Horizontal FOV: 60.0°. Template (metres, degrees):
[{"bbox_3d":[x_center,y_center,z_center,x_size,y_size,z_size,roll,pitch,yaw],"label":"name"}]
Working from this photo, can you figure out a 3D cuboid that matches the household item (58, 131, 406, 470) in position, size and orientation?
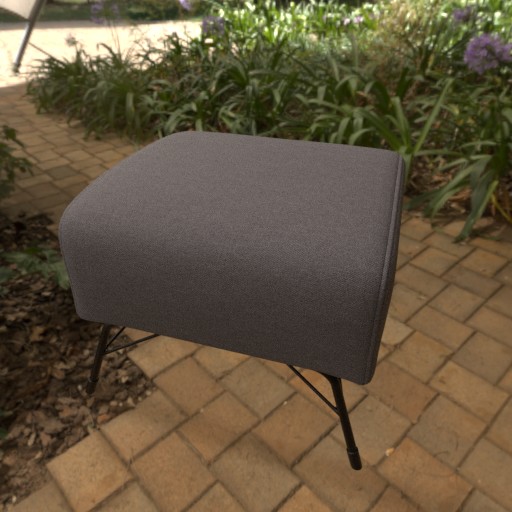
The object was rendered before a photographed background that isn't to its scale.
[{"bbox_3d":[0.000,0.000,0.893,0.530,0.410,0.530,10,33,15],"label":"household item"}]
